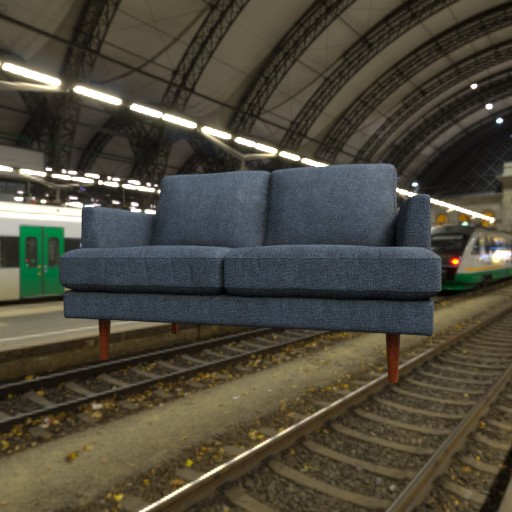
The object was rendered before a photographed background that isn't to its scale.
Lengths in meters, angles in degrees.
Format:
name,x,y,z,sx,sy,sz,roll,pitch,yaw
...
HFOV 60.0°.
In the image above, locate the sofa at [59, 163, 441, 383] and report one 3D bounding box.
name,x,y,z,sx,sy,sz,roll,pitch,yaw
sofa,0.000,0.000,2.143,1.582,0.944,0.903,0,0,17
